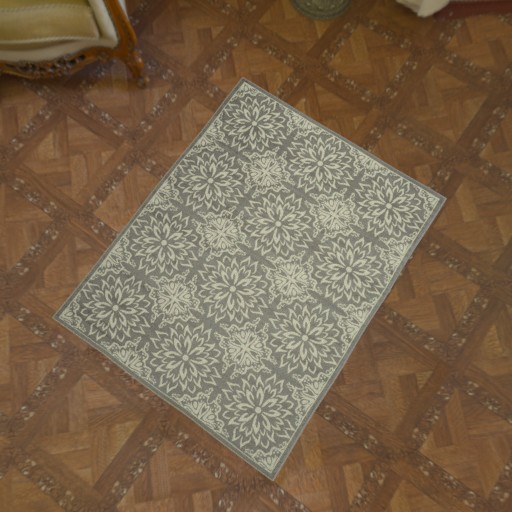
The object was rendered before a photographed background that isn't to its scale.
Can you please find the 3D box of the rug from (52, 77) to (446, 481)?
[{"bbox_3d":[0.000,0.000,4.078,2.363,0.012,2.980,33,78,8],"label":"rug"}]
